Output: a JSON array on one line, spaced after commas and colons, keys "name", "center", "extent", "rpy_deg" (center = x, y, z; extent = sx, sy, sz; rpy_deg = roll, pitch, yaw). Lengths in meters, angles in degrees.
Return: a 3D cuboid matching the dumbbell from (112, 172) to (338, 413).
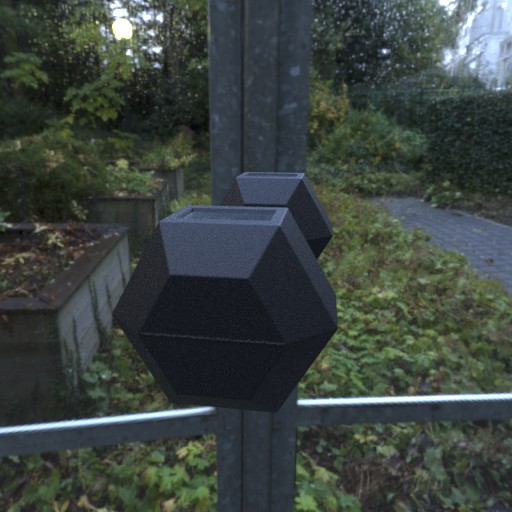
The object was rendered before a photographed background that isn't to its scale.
[{"name": "dumbbell", "center": [0.000, 0.000, 0.409], "extent": [0.142, 0.123, 0.337], "rpy_deg": [2, 17, 8]}]
